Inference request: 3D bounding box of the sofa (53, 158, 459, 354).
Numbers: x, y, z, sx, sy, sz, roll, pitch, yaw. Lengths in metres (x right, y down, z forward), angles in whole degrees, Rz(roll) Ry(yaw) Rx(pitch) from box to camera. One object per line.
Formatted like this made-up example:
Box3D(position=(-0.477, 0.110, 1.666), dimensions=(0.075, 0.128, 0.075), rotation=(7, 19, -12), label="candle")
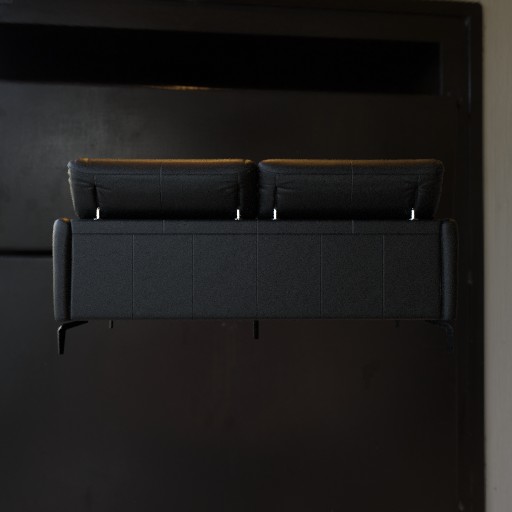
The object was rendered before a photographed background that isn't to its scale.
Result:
Box3D(position=(0.000, 0.000, 2.560), dimensions=(2.069, 0.957, 0.856), rotation=(0, 0, -1), label="sofa")
